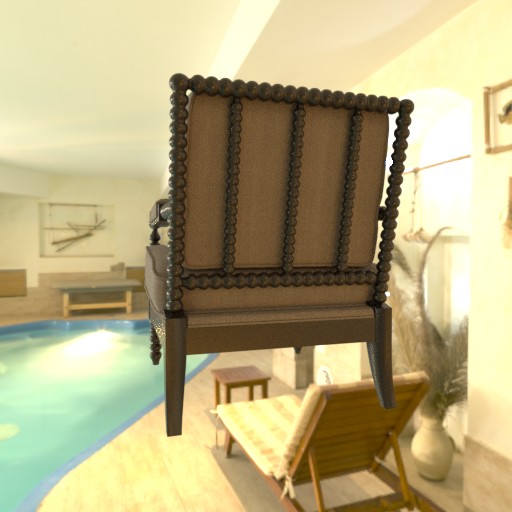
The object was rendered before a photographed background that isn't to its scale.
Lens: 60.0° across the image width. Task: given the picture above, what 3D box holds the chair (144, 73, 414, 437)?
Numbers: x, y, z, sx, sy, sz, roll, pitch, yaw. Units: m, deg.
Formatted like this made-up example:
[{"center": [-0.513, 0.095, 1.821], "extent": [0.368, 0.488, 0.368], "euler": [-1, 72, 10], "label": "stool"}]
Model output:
[{"center": [0.000, 0.000, 1.128], "extent": [0.540, 0.661, 0.622], "euler": [0, 2, -17], "label": "chair"}]
